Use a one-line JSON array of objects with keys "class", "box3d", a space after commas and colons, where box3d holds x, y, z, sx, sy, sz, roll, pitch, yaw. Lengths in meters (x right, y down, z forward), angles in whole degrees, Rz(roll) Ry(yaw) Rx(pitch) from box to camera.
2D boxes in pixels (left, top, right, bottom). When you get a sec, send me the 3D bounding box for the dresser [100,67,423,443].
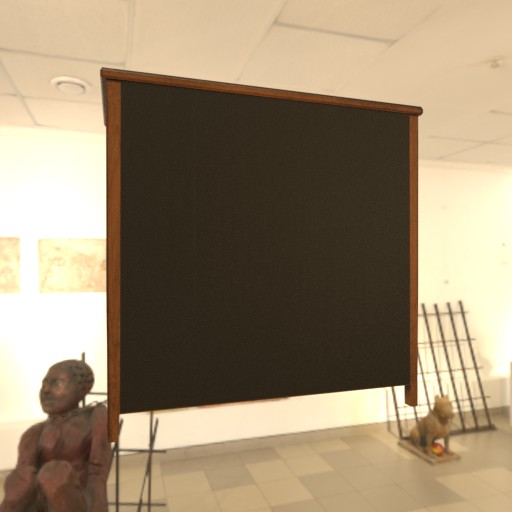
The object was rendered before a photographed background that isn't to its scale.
[{"class": "dresser", "box3d": [0.000, 0.000, 1.905, 1.250, 1.224, 0.591, 0, 0, -18]}]
